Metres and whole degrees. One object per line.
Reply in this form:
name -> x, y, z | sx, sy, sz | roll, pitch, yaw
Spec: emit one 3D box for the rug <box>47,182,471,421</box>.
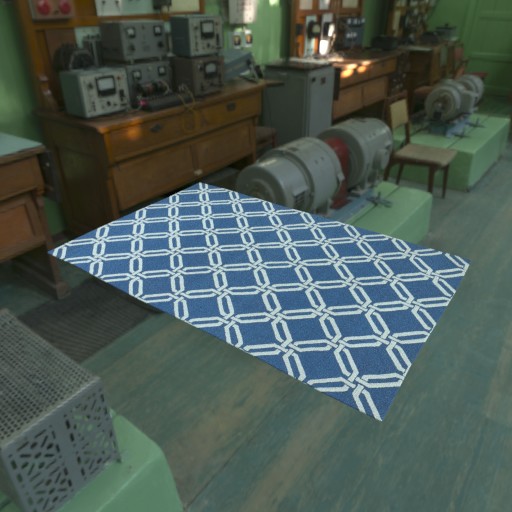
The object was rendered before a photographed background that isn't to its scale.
rug -> 0.000, 0.000, 2.174 | 1.755, 0.010, 1.153 | 20, 36, 30
